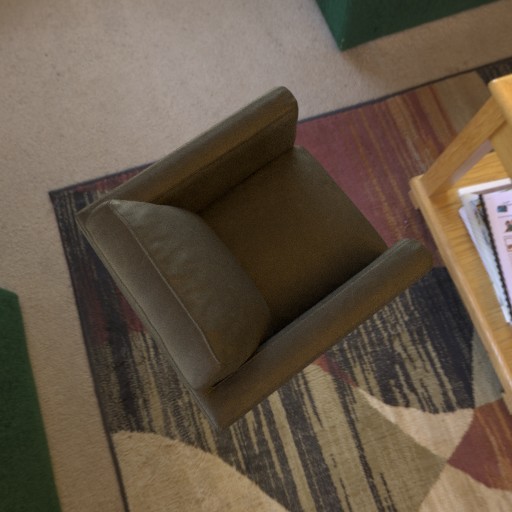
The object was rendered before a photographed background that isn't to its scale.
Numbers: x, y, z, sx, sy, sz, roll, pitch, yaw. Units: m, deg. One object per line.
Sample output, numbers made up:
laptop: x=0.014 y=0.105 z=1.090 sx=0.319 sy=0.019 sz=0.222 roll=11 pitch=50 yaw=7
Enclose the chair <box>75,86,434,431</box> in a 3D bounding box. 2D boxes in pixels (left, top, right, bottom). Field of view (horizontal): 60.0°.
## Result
chair: x=0.000 y=0.000 z=1.623 sx=0.879 sy=0.898 sz=0.831 roll=-35 pitch=78 yaw=-9
